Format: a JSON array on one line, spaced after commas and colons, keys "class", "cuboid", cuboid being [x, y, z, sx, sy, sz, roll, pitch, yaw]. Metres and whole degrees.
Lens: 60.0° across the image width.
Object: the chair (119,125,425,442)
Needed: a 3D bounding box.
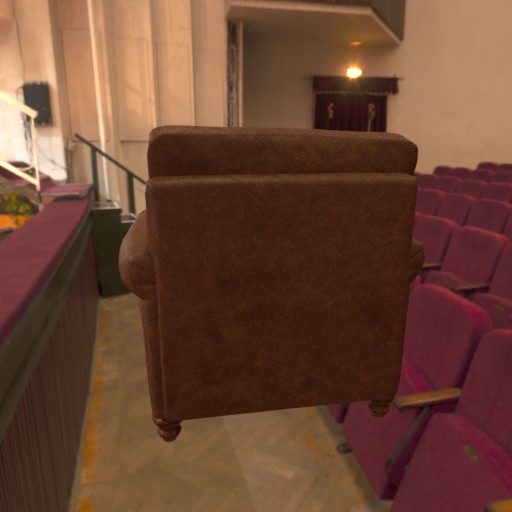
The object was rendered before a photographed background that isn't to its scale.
[{"class": "chair", "cuboid": [0.000, 0.000, 1.767, 0.996, 0.976, 1.002, -3, 15, -10]}]
